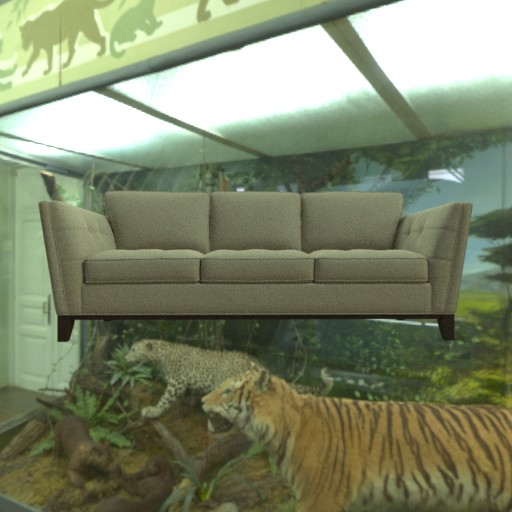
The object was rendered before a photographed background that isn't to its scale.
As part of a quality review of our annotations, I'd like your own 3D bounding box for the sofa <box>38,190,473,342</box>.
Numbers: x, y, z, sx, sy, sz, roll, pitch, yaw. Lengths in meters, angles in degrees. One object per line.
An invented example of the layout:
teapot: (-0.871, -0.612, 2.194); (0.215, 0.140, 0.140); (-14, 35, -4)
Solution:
sofa: (0.000, 0.000, 2.899); (2.388, 0.940, 0.965); (0, 0, -1)
